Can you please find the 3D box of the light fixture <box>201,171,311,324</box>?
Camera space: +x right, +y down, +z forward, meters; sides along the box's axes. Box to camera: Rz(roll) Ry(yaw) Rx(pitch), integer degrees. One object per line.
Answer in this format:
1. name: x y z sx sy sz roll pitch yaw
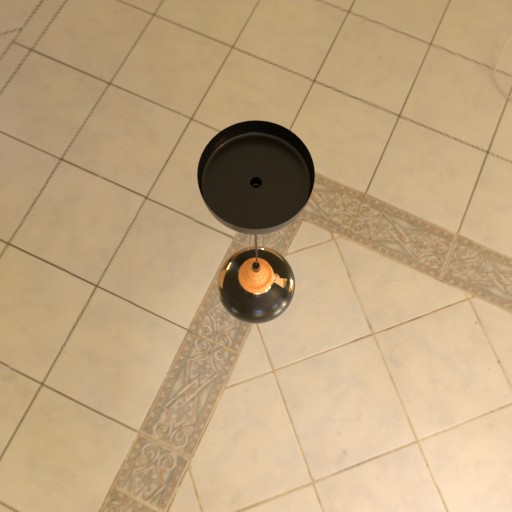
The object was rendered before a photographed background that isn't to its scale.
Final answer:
1. light fixture: 0.000 0.000 1.815 0.430 1.606 0.430 15 77 4
